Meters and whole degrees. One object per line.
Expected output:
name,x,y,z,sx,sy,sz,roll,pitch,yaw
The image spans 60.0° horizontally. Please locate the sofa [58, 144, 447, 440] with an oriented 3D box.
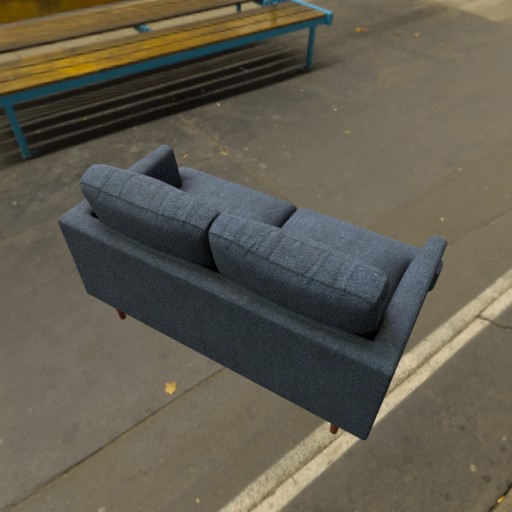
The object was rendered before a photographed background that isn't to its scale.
sofa,0.000,0.000,2.127,1.582,0.944,0.903,22,49,21
